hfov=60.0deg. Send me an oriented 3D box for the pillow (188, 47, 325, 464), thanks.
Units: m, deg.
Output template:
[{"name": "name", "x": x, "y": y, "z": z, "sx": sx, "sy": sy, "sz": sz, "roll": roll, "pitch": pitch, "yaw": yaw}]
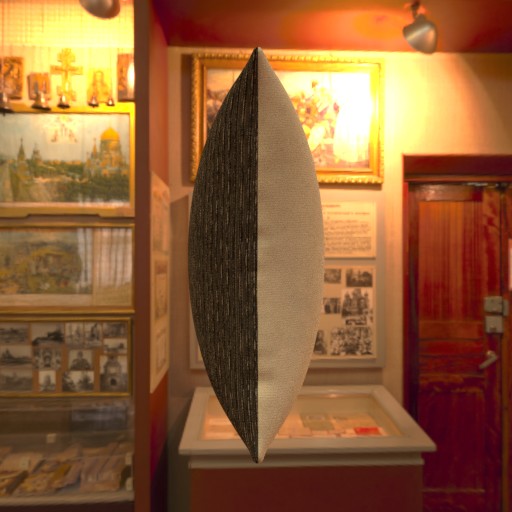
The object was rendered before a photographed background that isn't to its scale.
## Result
[{"name": "pillow", "x": 0.000, "y": 0.000, "z": 0.670, "sx": 0.196, "sy": 0.434, "sz": 0.433, "roll": 0, "pitch": 0, "yaw": 0}]
